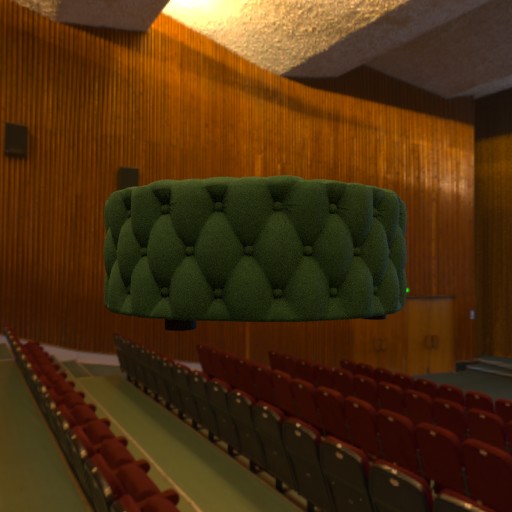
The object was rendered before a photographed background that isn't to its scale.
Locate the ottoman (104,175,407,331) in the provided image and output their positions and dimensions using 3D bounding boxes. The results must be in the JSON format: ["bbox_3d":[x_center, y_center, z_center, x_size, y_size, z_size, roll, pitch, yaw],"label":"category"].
[{"bbox_3d":[0.000,0.000,1.527,0.998,0.399,0.998,0,-1,0],"label":"ottoman"}]
